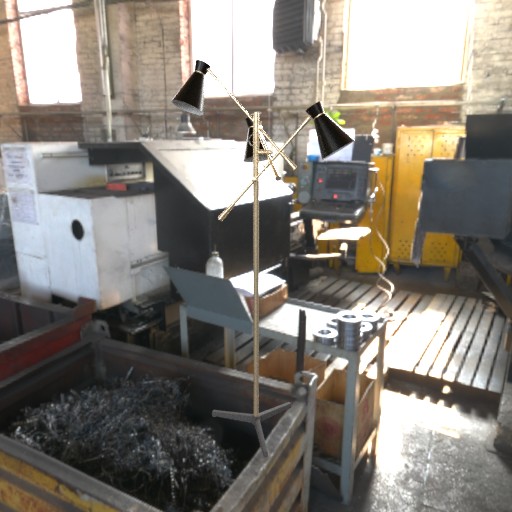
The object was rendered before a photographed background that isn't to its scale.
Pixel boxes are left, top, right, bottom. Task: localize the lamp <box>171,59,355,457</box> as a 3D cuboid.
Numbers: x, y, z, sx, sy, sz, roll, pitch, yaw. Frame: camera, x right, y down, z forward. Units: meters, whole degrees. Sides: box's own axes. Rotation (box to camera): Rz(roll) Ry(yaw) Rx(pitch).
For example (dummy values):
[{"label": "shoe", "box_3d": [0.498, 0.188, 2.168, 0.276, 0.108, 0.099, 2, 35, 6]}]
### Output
[{"label": "lamp", "box_3d": [0.000, 0.000, 2.180, 0.750, 1.804, 0.653, -3, 15, -10]}]
